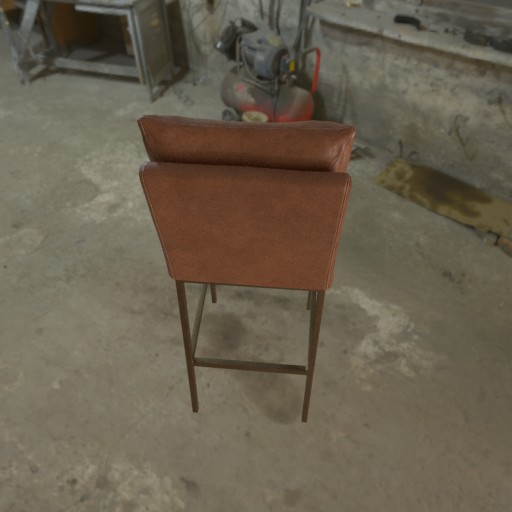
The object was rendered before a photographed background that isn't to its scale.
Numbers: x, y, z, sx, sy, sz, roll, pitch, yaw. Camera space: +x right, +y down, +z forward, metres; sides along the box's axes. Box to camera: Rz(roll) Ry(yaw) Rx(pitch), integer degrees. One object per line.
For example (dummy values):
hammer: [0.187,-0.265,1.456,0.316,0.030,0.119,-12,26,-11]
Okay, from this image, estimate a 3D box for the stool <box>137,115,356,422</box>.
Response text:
stool: [0.000,0.000,1.410,0.463,1.124,0.571,4,45,4]
